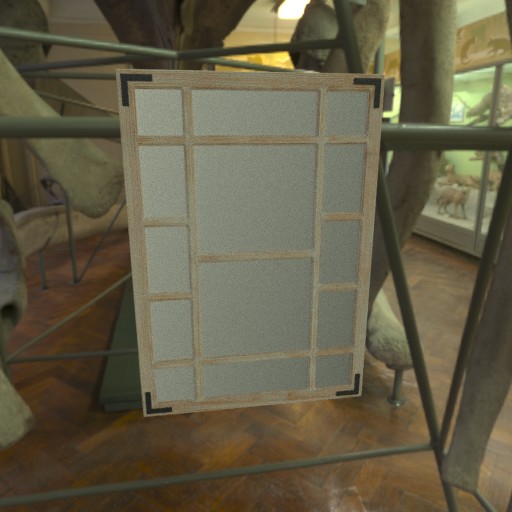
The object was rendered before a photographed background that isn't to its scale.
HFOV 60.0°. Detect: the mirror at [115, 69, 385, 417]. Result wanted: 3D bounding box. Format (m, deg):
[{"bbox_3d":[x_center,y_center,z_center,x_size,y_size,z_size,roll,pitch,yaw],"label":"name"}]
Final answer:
[{"bbox_3d":[0.000,0.000,1.291,0.705,0.996,0.025,-3,16,-9],"label":"mirror"}]
